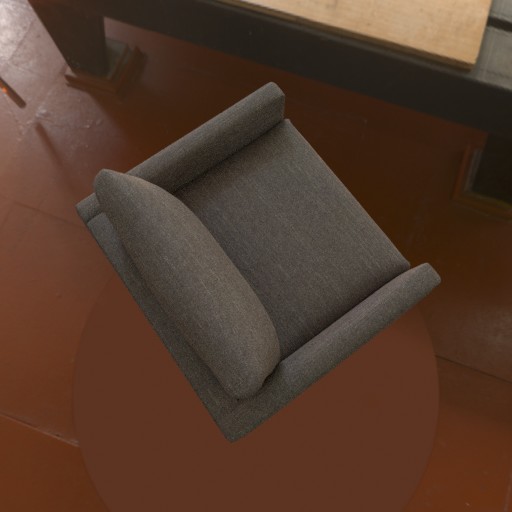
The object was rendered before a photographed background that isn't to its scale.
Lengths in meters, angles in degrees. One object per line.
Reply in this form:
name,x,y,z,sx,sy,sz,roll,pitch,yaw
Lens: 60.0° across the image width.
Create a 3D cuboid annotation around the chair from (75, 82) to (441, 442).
chair,0.000,0.000,1.613,0.845,0.841,0.940,-35,78,-9
